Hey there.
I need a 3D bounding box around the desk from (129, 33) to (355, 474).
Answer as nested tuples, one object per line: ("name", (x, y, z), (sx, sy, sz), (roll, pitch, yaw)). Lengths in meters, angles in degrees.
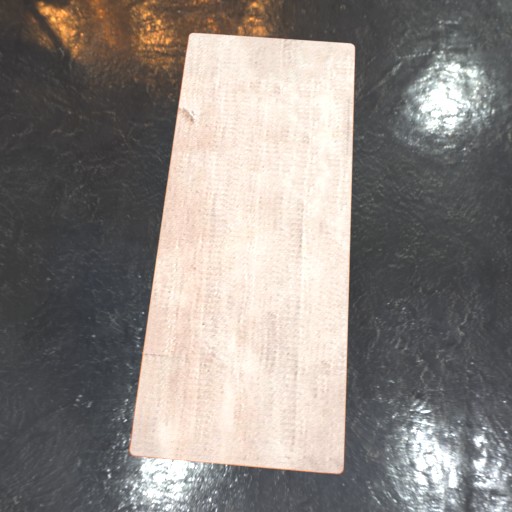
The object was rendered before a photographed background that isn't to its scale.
("desk", (0.000, 0.000, 1.710), (0.574, 0.756, 1.353), (4, 75, 1))
